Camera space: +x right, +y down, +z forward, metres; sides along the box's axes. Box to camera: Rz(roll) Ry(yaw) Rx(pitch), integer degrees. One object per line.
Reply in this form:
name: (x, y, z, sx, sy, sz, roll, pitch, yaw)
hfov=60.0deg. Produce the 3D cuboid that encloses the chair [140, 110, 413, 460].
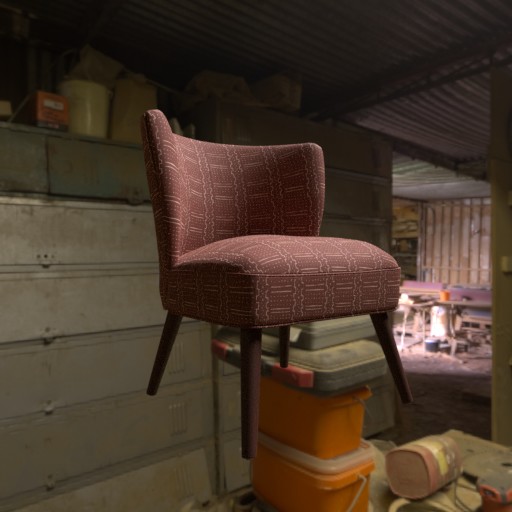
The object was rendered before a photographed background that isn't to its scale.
chair: (0.000, 0.000, 1.414, 0.706, 0.866, 0.758, 0, 0, -38)
